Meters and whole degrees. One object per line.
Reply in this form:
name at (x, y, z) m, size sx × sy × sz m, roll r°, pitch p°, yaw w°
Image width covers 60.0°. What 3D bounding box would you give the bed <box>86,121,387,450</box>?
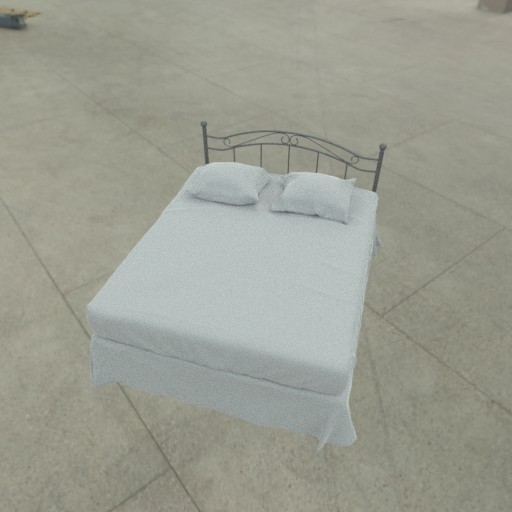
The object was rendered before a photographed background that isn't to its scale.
bed at (0.000, 0.000, 3.390) m, size 1.936 × 1.080 × 2.215 m, roll 11°, pitch 42°, yaw 12°
